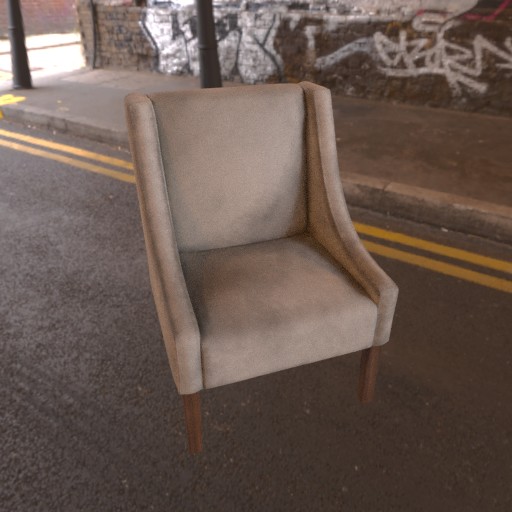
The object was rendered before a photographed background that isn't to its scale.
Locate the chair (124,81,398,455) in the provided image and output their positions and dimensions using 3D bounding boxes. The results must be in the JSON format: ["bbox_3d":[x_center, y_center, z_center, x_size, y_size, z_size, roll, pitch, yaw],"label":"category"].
[{"bbox_3d":[0.000,0.000,1.358,0.629,0.895,0.629,-10,33,-16],"label":"chair"}]
